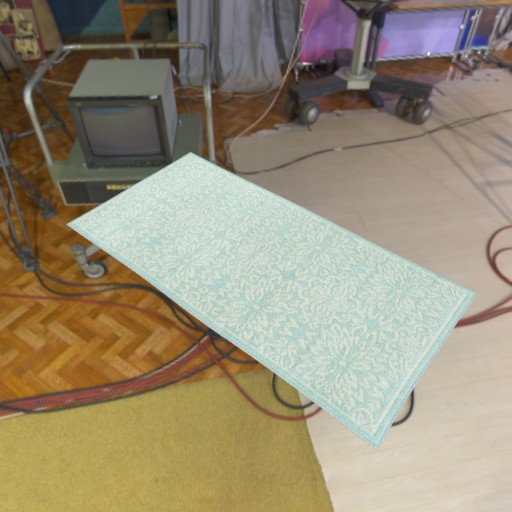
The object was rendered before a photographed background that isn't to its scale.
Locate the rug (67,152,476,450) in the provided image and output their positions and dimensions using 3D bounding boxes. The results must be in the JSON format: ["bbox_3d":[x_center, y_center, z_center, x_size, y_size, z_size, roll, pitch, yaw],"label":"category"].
[{"bbox_3d":[0.000,0.000,1.439,1.219,0.007,0.604,30,53,27],"label":"rug"}]
